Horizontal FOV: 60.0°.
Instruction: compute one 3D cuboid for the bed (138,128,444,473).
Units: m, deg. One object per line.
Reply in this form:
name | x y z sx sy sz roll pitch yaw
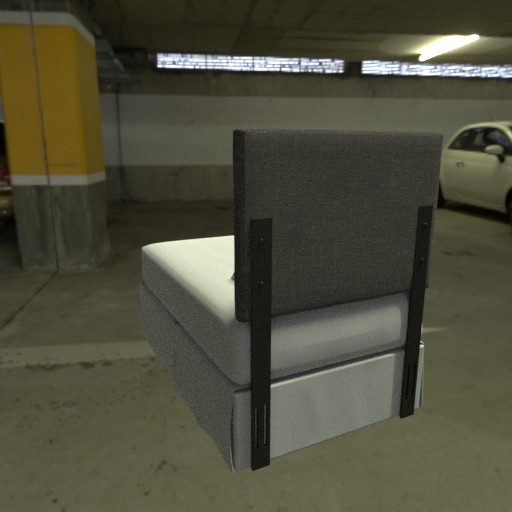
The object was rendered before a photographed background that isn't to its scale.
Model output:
bed | 0.000 0.000 3.002 1.261 1.571 1.997 -7 15 -26
